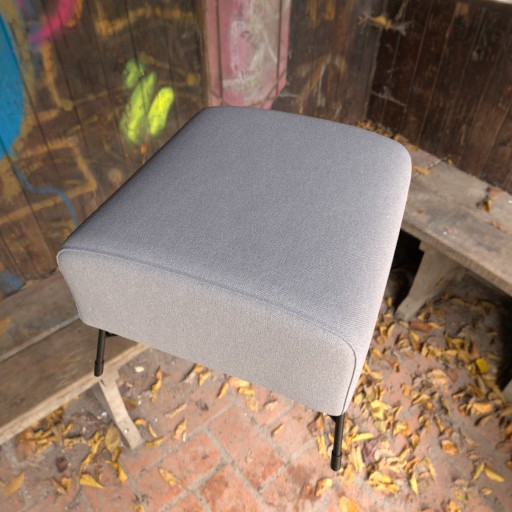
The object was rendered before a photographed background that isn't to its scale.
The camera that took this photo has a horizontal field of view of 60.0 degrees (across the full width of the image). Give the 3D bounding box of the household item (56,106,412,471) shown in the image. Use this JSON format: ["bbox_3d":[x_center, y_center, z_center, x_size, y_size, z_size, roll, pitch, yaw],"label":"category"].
[{"bbox_3d":[0.000,0.000,0.892,0.530,0.410,0.530,16,47,15],"label":"household item"}]
